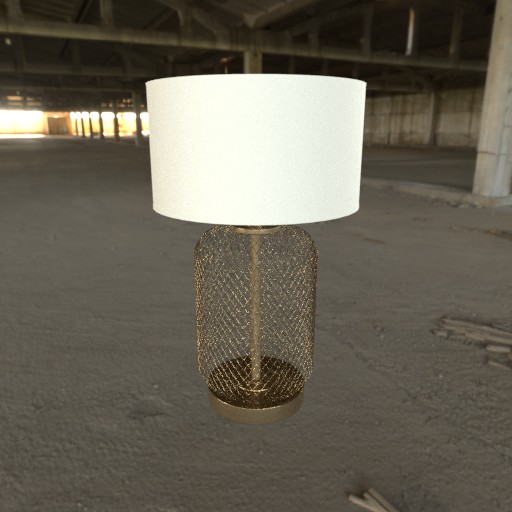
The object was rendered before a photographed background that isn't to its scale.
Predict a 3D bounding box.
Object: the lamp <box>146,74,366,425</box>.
[{"bbox_3d":[0.000,0.000,0.805,0.353,0.578,0.353,0,16,0],"label":"lamp"}]
